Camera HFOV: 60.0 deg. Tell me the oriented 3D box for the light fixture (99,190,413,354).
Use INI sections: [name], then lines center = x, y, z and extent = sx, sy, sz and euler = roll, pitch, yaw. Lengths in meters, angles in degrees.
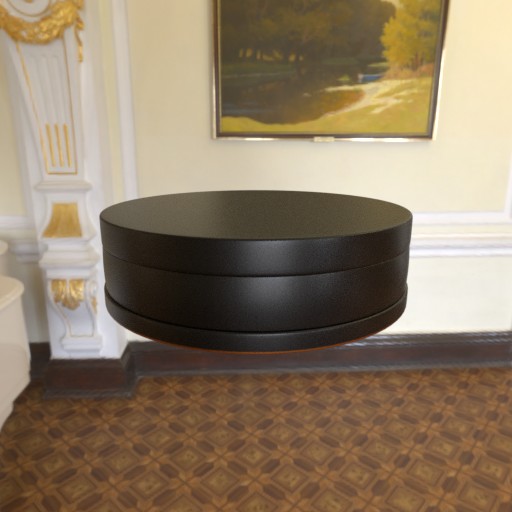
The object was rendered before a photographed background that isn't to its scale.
[light fixture]
center = 0.000, 0.000, 0.430
extent = 0.283, 0.097, 0.283
euler = 0, 15, 0
